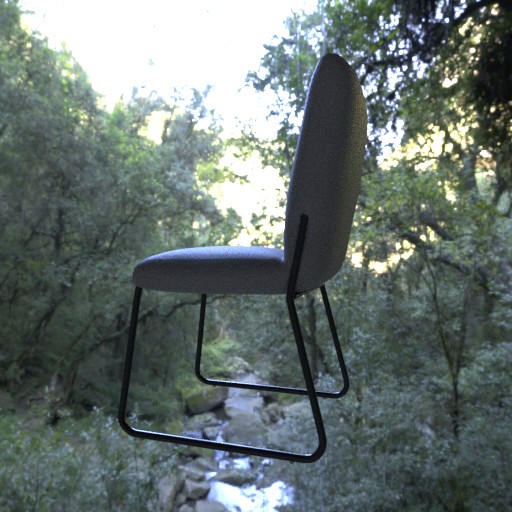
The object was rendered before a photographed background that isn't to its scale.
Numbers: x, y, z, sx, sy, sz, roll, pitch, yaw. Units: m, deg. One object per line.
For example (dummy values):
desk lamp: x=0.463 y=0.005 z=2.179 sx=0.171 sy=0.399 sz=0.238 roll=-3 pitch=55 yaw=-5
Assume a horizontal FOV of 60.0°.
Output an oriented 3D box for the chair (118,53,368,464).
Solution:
chair: x=0.000 y=0.000 z=1.174 sx=0.560 sy=0.864 sz=0.448 roll=0 pitch=1 yaw=18
